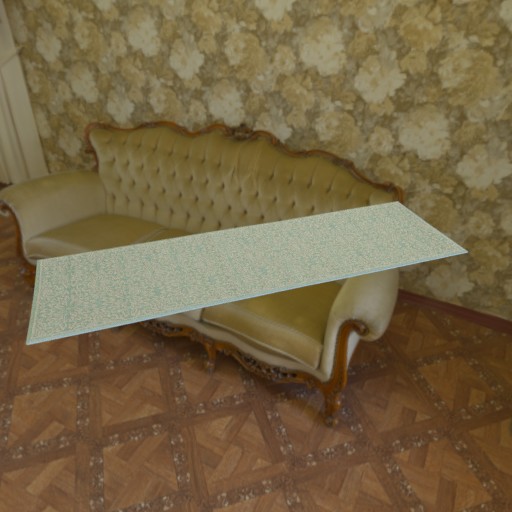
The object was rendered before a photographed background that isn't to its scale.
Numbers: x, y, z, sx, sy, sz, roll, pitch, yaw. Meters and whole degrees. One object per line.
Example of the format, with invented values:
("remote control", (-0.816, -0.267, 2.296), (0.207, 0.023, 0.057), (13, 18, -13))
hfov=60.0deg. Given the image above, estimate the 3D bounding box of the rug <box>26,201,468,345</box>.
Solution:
("rug", (0.000, 0.000, 2.356), (2.196, 0.011, 0.662), (-10, 34, -16))
